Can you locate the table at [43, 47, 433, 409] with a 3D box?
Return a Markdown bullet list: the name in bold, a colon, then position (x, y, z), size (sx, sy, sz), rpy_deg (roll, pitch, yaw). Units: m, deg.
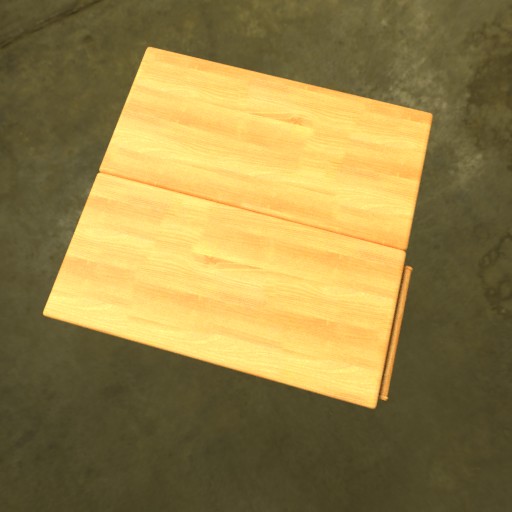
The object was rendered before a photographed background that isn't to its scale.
- **table**: position (0.000, 0.000, 1.394), size (0.752, 0.832, 0.693), rpy_deg (15, 76, 4)
